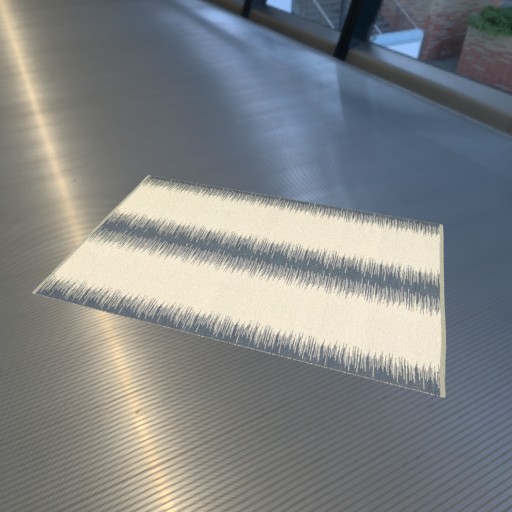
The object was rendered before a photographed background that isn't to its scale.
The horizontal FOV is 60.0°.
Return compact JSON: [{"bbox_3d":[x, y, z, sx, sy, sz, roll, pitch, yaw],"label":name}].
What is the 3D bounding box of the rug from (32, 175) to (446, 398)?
[{"bbox_3d":[0.000,0.000,3.024,2.453,0.003,1.519,11,41,13],"label":"rug"}]
